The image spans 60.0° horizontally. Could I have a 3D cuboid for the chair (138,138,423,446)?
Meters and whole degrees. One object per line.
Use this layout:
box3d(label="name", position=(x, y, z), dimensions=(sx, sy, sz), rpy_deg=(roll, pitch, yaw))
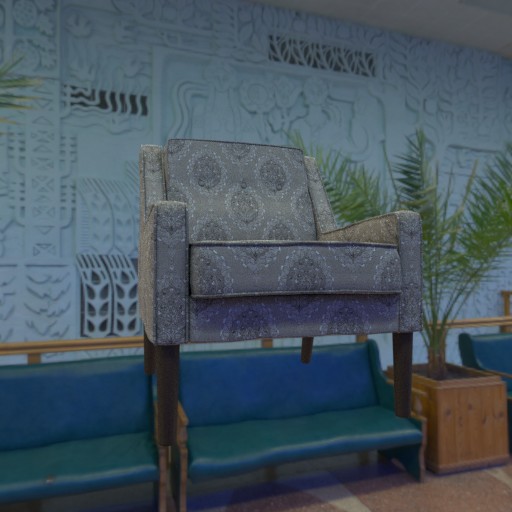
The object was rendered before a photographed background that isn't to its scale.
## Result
box3d(label="chair", position=(0.000, 0.000, 1.313), dimensions=(0.665, 0.797, 0.750), rpy_deg=(0, -1, -17))
